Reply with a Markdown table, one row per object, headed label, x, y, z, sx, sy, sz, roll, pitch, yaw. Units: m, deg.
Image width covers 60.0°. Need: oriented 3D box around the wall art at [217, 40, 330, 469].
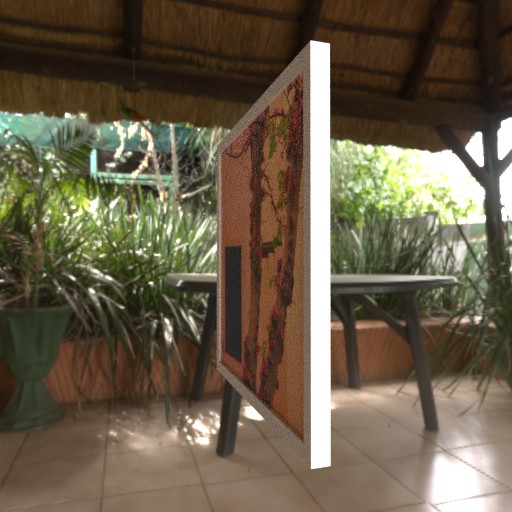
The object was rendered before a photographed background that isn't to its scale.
| label | x | y | z | sx | sy | sz | roll | pitch | yaw |
| --- | --- | --- | --- | --- | --- | --- | --- | --- | --- |
| wall art | 0.000 | 0.000 | 1.157 | 0.038 | 0.762 | 0.762 | 0 | -1 | -18 |
